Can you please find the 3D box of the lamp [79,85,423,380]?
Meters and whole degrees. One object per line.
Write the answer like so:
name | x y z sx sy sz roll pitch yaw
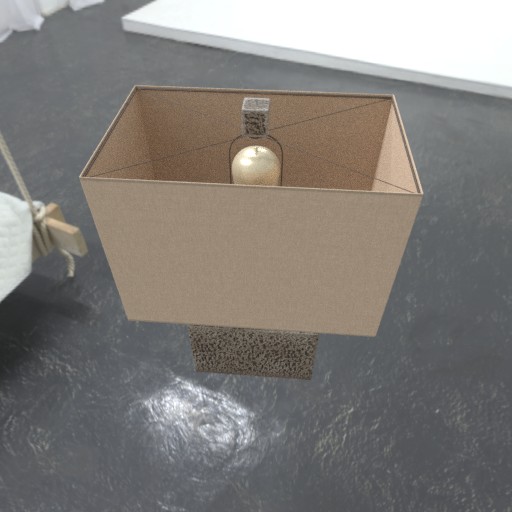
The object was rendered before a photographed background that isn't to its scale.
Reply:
lamp | 0.000 0.000 0.565 0.294 0.411 0.180 3 46 3
